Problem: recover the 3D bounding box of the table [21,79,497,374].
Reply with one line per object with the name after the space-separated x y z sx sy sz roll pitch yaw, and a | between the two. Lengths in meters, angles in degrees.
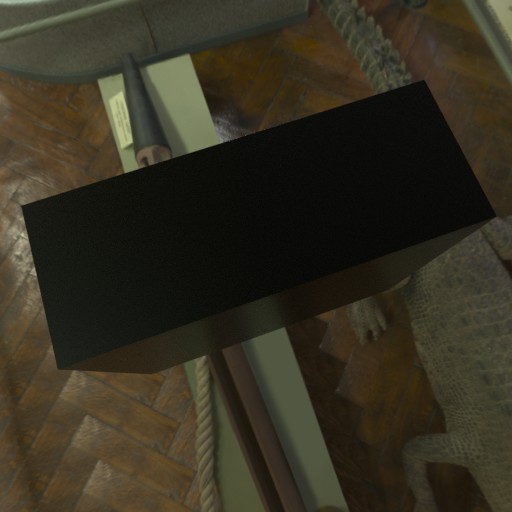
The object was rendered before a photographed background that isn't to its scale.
0.000 0.000 1.310 0.930 0.790 0.380 -19 75 -5 | table
